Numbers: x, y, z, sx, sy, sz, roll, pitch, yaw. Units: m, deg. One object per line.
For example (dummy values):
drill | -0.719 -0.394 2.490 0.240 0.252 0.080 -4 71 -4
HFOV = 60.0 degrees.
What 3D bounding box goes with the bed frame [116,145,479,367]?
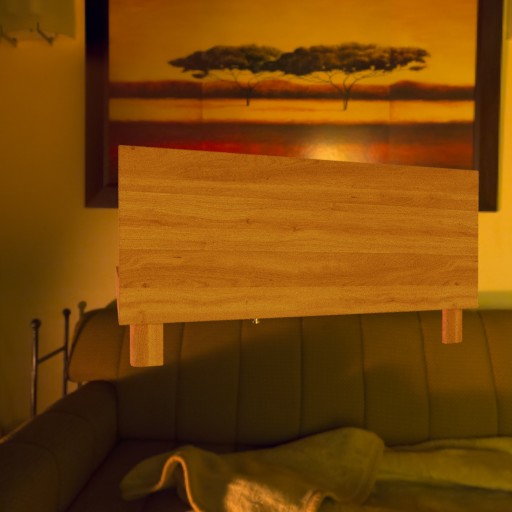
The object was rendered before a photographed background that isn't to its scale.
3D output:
bed frame | 0.000 0.000 3.122 1.872 0.940 2.092 0 0 -18
